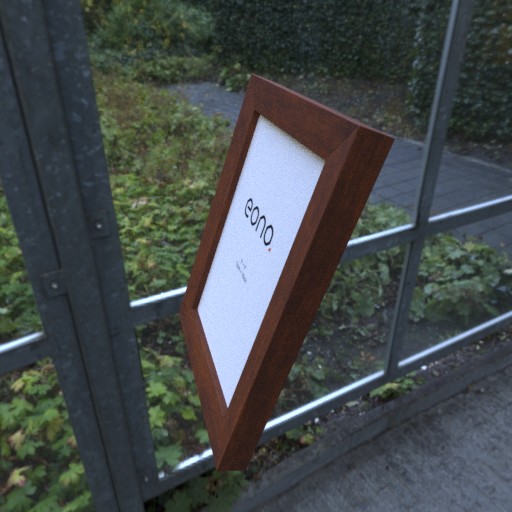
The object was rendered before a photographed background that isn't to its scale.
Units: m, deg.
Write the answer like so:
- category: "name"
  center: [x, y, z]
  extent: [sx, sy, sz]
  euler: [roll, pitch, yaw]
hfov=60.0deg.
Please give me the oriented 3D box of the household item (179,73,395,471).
- category: "household item"
  center: [0.000, 0.000, 0.294]
  extent: [0.096, 0.204, 0.160]
  euler: [-8, 31, -14]
